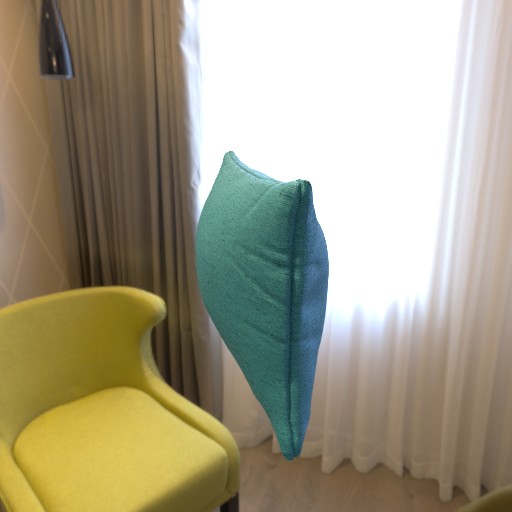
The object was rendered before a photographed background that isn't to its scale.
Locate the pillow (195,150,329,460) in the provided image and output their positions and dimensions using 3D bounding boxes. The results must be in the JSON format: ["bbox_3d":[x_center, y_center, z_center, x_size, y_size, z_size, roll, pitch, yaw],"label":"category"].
[{"bbox_3d":[0.000,0.000,0.788,0.210,0.338,0.633,-3,16,-10],"label":"pillow"}]
